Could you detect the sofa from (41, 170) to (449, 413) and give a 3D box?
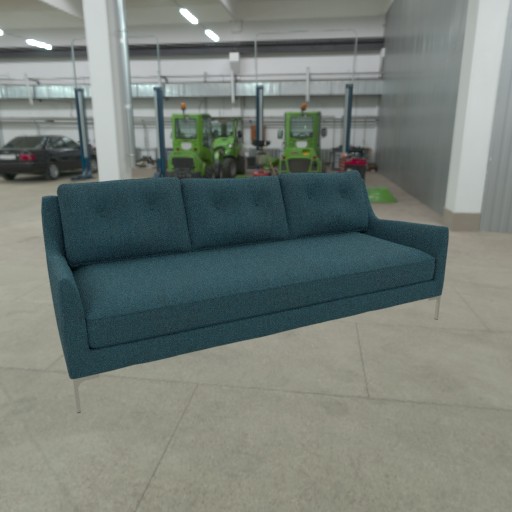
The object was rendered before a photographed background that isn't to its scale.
[{"bbox_3d":[0.000,0.000,2.429,2.060,0.837,0.849,-8,17,-26],"label":"sofa"}]
